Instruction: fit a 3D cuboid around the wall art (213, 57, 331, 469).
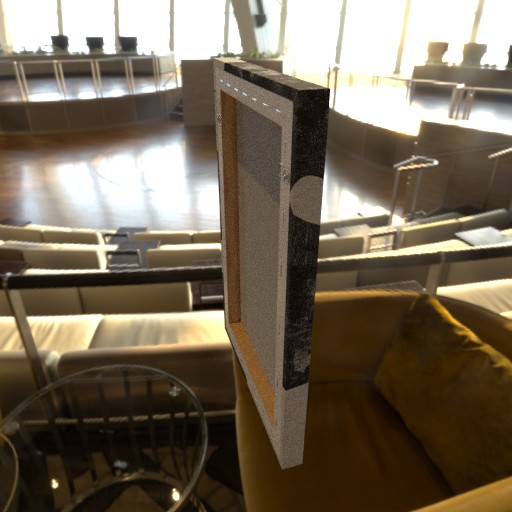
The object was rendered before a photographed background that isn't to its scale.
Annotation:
[{"bbox_3d":[0.000,0.000,0.782,0.039,0.610,0.407,-9,30,-15],"label":"wall art"}]
